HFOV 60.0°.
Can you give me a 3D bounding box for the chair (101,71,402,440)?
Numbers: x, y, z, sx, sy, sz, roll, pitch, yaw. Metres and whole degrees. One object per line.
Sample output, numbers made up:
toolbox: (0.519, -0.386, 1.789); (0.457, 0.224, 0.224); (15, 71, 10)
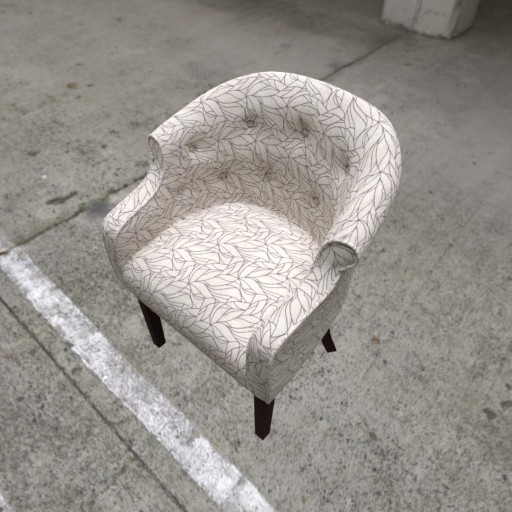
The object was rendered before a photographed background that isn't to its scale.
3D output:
chair: (0.000, 0.000, 1.300); (0.686, 0.858, 0.613); (33, 54, 28)
